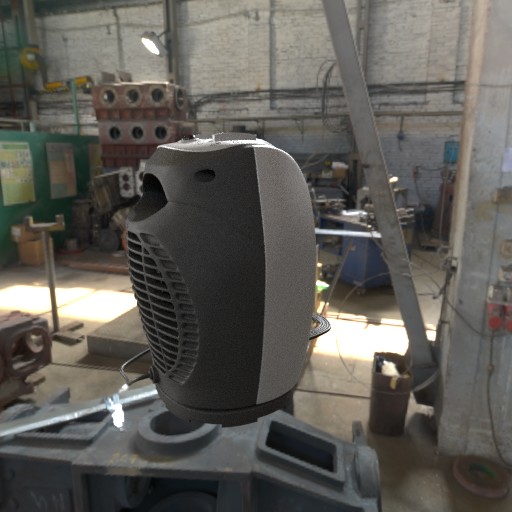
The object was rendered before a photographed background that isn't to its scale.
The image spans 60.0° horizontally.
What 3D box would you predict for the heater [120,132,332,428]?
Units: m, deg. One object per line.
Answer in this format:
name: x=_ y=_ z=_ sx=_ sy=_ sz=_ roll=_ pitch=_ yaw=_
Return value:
heater: x=0.000 y=0.000 z=0.483 sx=0.291 sy=0.255 sz=0.239 roll=-7 pitch=15 yaw=-26
